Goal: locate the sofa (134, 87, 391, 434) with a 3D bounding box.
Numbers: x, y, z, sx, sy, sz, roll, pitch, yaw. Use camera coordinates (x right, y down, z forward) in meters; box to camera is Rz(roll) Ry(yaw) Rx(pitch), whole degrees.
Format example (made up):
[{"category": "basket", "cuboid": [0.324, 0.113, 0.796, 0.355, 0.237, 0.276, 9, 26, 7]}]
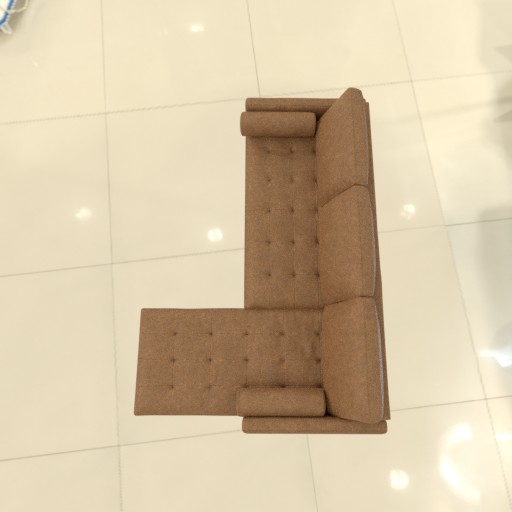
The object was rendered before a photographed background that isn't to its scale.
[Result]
[{"category": "sofa", "cuboid": [0.000, 0.000, 2.944, 1.506, 0.876, 2.178, 0, 76, 0]}]
